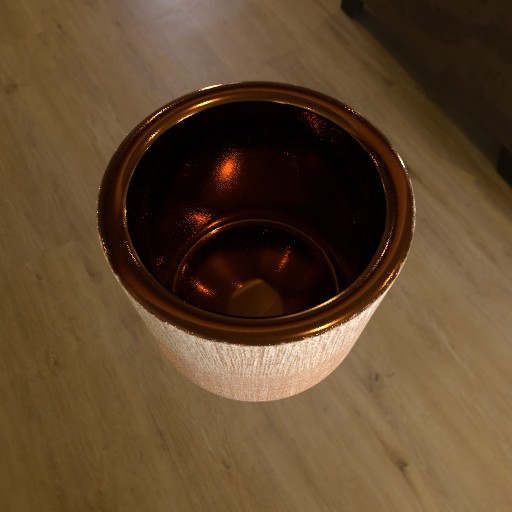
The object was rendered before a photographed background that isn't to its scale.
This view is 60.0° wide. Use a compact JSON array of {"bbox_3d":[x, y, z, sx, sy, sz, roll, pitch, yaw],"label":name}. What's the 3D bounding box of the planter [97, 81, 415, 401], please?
[{"bbox_3d":[0.000,0.000,0.313,0.177,0.157,0.177,0,63,0],"label":"planter"}]
